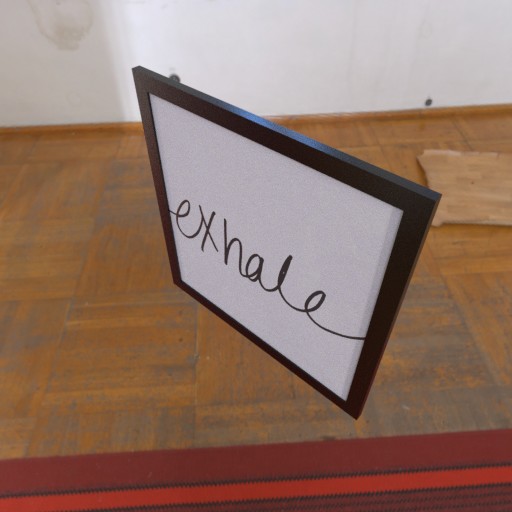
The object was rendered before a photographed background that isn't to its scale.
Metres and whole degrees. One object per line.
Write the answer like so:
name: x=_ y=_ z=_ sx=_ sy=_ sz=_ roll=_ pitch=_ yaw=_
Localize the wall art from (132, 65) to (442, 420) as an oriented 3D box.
wall art: x=0.000 y=0.000 z=0.665 sx=0.446 sy=0.445 sz=0.014 roll=32 pitch=53 yaw=28
